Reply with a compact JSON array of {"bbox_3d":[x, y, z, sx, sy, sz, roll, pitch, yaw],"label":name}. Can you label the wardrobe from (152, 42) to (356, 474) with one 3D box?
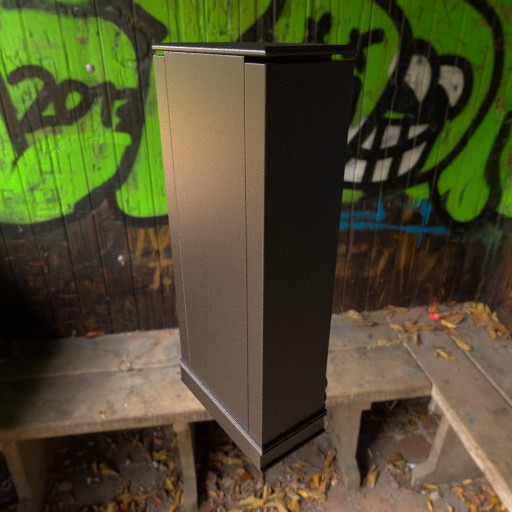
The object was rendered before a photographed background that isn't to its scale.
[{"bbox_3d":[0.000,0.000,1.169,0.295,1.011,0.444,-19,32,-32],"label":"wardrobe"}]
